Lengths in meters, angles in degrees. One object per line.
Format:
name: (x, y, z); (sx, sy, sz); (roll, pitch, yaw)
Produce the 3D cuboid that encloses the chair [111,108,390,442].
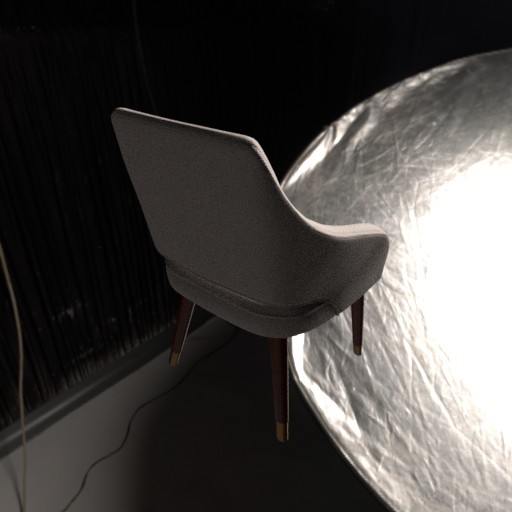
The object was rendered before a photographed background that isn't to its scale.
chair: (0.000, 0.000, 1.301); (0.609, 0.889, 0.600); (23, 37, 34)
